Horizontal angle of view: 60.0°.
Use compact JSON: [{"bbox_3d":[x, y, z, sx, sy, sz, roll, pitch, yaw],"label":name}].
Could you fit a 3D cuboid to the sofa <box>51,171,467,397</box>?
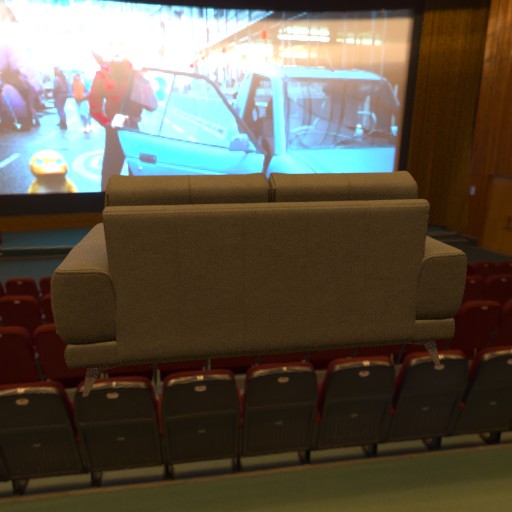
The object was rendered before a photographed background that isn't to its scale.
[{"bbox_3d":[0.000,0.000,2.320,1.806,0.907,1.018,-2,15,-9],"label":"sofa"}]
